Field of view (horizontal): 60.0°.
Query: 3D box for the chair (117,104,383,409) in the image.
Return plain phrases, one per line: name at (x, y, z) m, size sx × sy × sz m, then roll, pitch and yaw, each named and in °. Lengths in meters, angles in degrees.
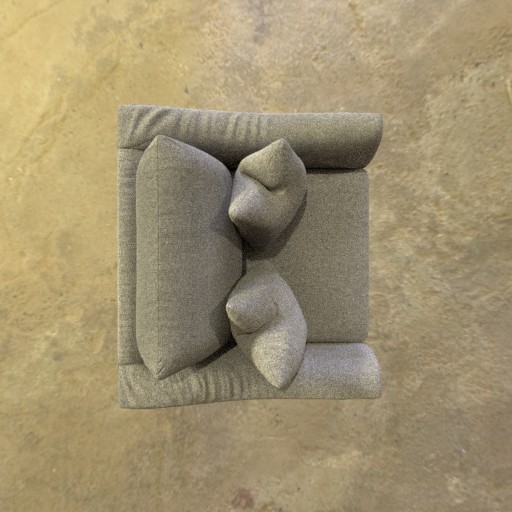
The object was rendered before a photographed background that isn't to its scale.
chair at (0.000, 0.000, 2.038) m, size 1.071 × 1.059 × 1.194 m, roll 0°, pitch 91°, yaw 1°
